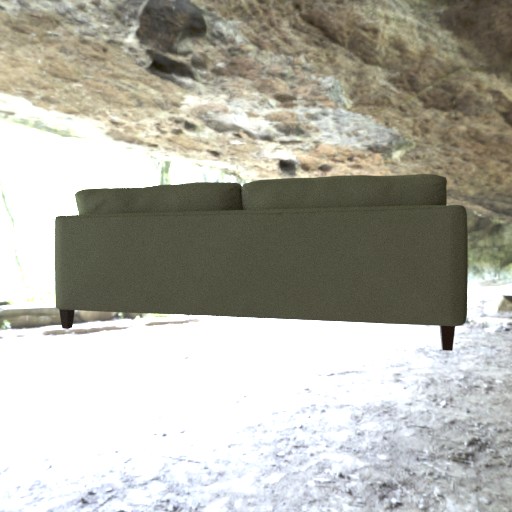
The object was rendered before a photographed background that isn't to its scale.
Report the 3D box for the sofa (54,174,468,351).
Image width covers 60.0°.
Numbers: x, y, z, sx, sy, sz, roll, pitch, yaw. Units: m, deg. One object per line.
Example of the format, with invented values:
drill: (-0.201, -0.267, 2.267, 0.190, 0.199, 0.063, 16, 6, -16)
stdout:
sofa: (0.000, 0.000, 2.907, 2.404, 0.912, 0.988, 0, 1, 16)
